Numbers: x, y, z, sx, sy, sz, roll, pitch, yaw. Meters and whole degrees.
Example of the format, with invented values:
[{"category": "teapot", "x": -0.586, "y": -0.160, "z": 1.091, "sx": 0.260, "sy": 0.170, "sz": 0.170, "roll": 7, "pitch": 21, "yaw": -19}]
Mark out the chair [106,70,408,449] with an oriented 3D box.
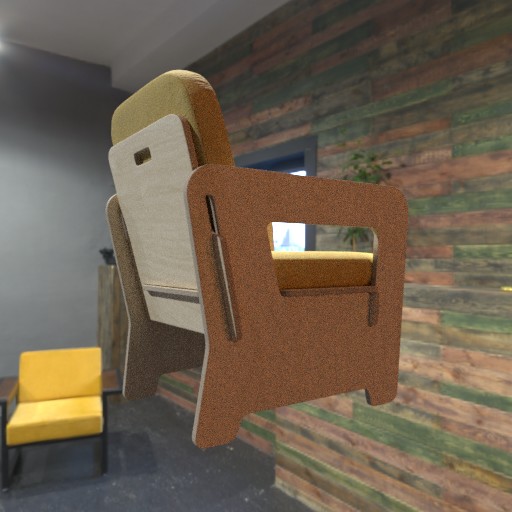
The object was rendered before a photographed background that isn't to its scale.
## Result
[{"category": "chair", "x": 0.000, "y": 0.000, "z": 1.251, "sx": 0.710, "sy": 0.800, "sz": 0.590, "roll": 0, "pitch": 0, "yaw": -37}]
